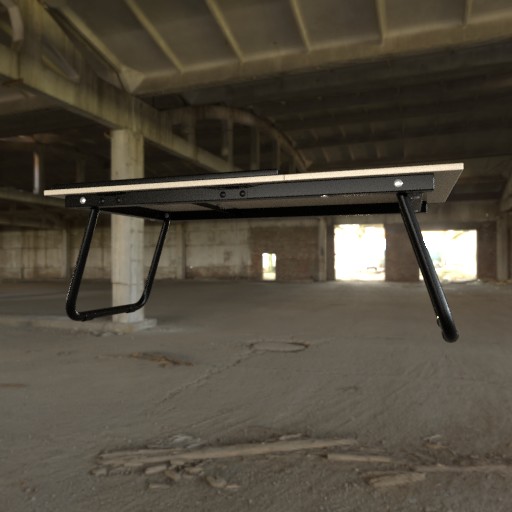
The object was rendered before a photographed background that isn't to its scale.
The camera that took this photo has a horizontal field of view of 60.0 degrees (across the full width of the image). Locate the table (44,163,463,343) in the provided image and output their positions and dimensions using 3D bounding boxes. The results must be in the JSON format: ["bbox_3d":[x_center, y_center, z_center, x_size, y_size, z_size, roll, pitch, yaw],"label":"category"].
[{"bbox_3d":[0.000,0.000,0.789,0.644,0.242,0.322,0,0,19],"label":"table"}]
